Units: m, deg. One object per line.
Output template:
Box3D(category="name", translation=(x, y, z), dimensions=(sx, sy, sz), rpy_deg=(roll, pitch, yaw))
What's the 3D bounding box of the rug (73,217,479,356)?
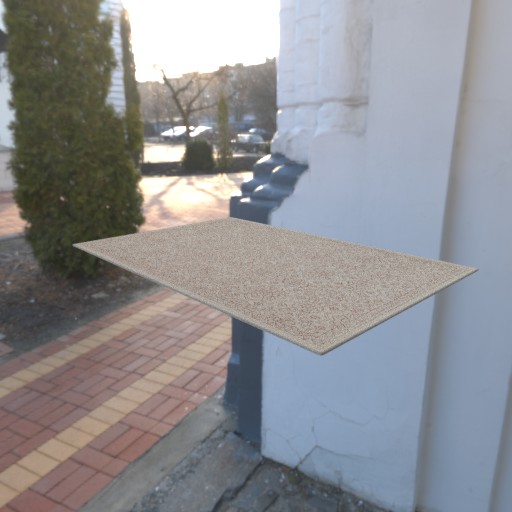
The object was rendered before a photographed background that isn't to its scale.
Box3D(category="rug", translation=(0.000, 0.000, 2.354), dimensions=(1.219, 0.010, 1.829), rpy_deg=(-15, 21, -42))
